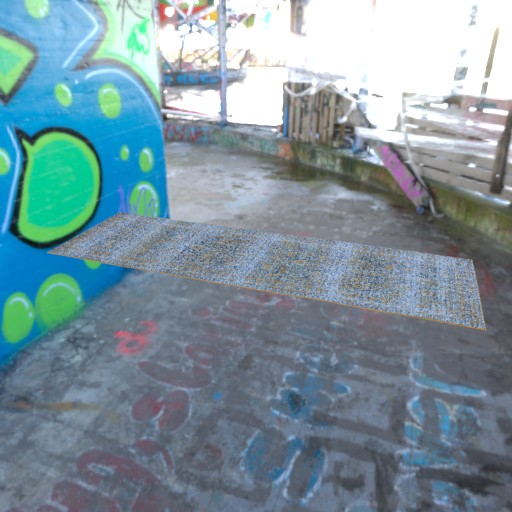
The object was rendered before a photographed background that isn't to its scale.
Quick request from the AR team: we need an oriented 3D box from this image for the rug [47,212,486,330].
[{"bbox_3d":[0.000,0.000,2.495,2.294,0.014,0.704,9,27,17],"label":"rug"}]
